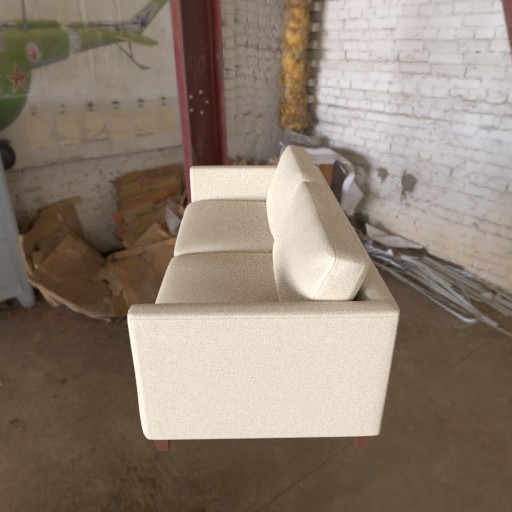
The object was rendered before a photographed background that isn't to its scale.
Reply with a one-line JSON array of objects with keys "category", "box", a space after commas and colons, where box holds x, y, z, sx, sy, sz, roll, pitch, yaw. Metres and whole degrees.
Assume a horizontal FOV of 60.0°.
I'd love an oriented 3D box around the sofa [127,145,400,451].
[{"category": "sofa", "box": [0.000, 0.000, 2.471, 0.965, 0.889, 1.981, -1, 26, -1]}]
